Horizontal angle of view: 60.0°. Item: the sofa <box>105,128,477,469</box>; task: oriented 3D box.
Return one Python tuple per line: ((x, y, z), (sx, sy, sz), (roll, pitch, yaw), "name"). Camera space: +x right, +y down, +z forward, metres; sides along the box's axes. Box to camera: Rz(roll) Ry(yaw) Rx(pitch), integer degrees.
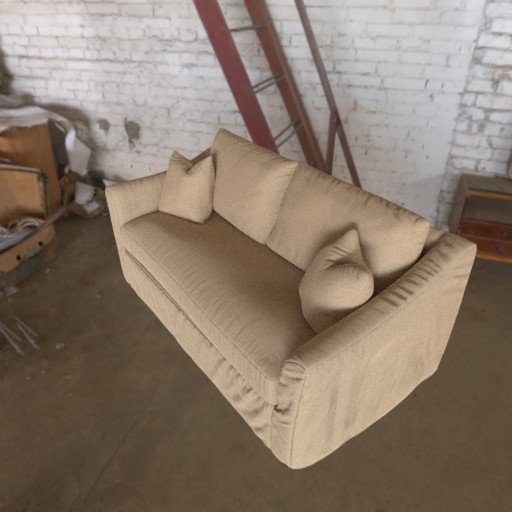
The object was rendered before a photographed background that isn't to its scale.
((0.000, 0.000, 2.604), (1.072, 1.018, 2.010), (-21, 38, -30), "sofa")
